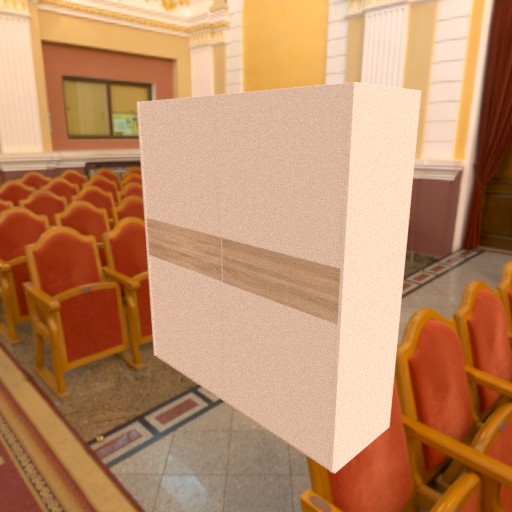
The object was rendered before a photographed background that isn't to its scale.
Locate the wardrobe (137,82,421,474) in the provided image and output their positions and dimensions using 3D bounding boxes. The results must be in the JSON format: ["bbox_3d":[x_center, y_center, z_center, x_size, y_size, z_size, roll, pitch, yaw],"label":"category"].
[{"bbox_3d":[0.000,0.000,2.988,0.600,2.020,1.830,-15,21,-42],"label":"wardrobe"}]
